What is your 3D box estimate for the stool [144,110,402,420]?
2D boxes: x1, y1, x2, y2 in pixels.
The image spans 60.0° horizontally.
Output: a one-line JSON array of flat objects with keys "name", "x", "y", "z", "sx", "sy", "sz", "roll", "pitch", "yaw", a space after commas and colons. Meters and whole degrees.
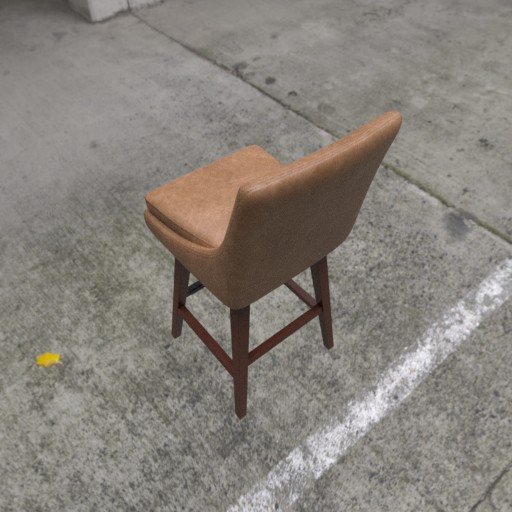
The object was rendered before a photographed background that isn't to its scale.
[{"name": "stool", "x": 0.000, "y": 0.000, "z": 1.432, "sx": 0.487, "sy": 1.079, "sz": 0.572, "roll": -31, "pitch": 54, "yaw": -25}]
